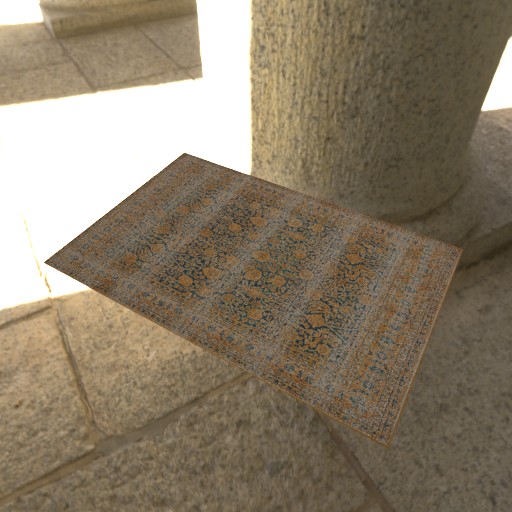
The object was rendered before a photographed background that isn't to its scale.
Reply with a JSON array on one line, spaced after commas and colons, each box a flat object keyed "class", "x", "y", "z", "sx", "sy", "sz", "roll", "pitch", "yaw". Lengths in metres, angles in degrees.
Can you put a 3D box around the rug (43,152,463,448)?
[{"class": "rug", "x": 0.000, "y": 0.000, "z": 2.939, "sx": 2.336, "sy": 0.007, "sz": 1.525, "roll": 23, "pitch": 50, "yaw": 21}]
